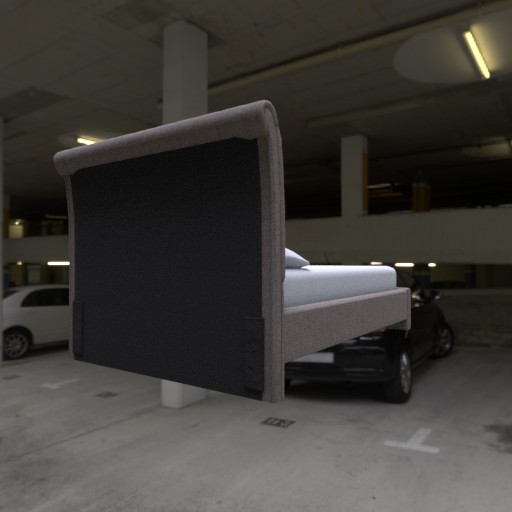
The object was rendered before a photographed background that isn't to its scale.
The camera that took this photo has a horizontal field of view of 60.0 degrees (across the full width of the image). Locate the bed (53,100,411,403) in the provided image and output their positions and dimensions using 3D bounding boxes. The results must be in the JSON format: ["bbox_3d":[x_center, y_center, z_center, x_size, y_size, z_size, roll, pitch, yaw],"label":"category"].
[{"bbox_3d":[0.000,0.000,3.313,1.645,1.371,2.252,0,-1,35],"label":"bed"}]
